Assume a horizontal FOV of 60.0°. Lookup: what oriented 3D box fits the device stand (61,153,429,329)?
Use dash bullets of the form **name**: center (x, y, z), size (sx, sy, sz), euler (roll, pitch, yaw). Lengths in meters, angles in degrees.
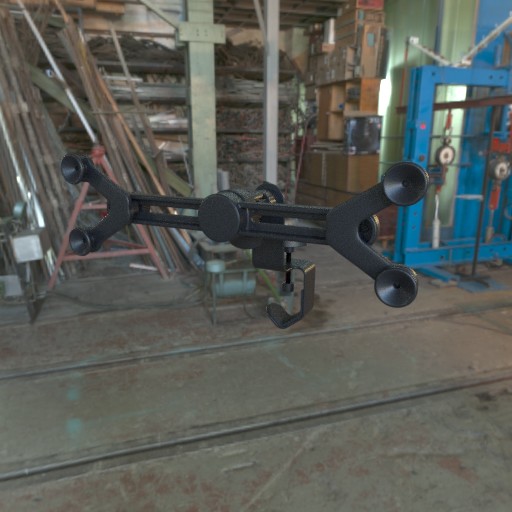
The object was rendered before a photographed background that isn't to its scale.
- **device stand**: center (0.000, 0.000, 0.366), size (0.270, 0.166, 0.142), euler (8, 17, 26)
